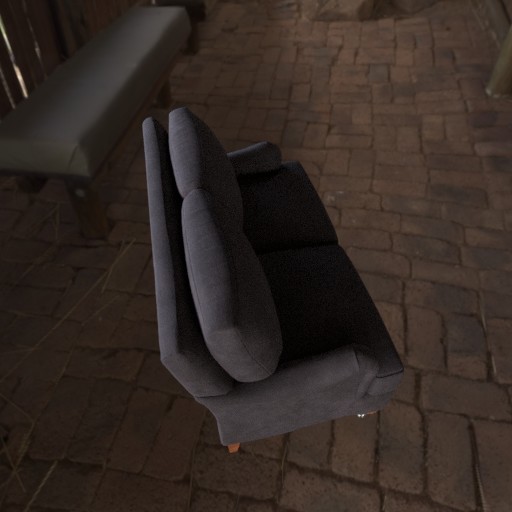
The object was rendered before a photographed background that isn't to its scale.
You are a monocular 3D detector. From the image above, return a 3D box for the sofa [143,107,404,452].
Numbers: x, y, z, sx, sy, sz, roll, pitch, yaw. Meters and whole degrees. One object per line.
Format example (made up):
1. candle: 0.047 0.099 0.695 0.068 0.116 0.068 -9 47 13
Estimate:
1. sofa: 0.000 0.000 2.588 1.084 1.101 1.853 -9 46 -9
